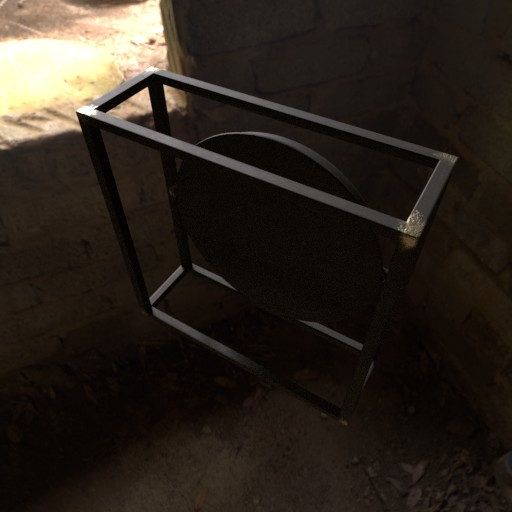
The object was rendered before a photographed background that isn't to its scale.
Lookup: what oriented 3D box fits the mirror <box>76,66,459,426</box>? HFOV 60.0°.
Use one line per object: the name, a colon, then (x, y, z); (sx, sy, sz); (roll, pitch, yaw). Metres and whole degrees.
mirror: (0.000, 0.000, 0.478); (0.306, 0.303, 0.107); (24, 52, 20)
